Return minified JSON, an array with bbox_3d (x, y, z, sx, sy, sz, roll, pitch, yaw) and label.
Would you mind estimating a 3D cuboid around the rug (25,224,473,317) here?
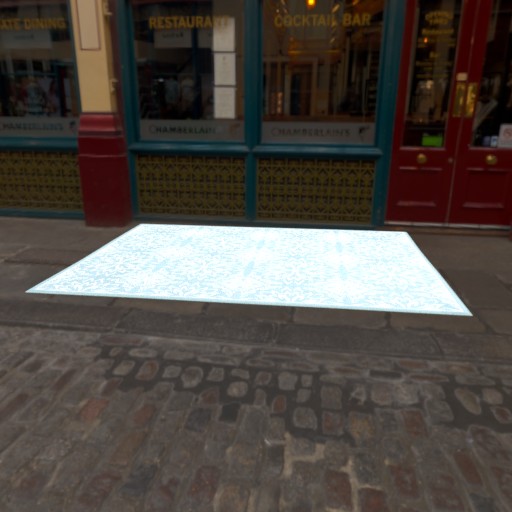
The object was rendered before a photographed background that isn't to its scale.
[{"bbox_3d":[0.000,0.000,2.911,2.205,0.014,1.589,2,17,7],"label":"rug"}]
